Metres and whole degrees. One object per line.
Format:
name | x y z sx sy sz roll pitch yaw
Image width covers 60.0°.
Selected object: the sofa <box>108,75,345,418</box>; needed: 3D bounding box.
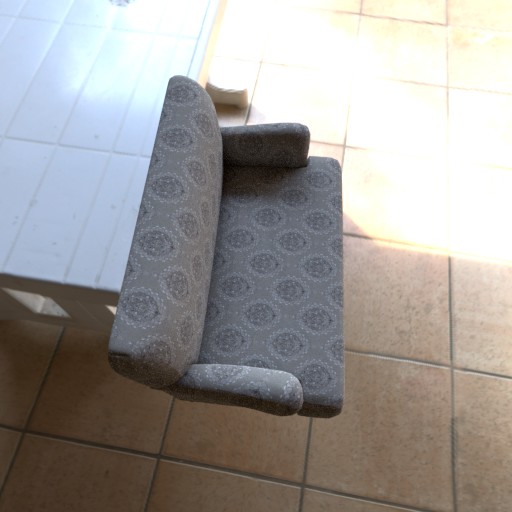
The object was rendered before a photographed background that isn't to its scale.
sofa | 0.000 0.000 1.889 0.779 0.889 1.297 4 64 2
